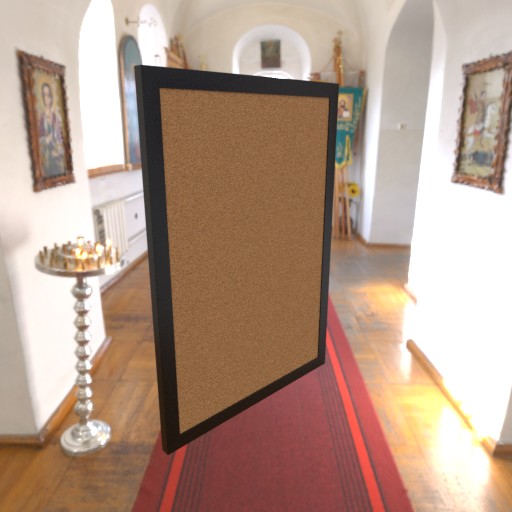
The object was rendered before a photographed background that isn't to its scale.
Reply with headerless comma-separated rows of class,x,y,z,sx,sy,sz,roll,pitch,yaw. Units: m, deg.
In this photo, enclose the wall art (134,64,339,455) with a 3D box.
wall art,0.000,0.000,0.572,0.304,0.432,0.013,-16,23,-42
